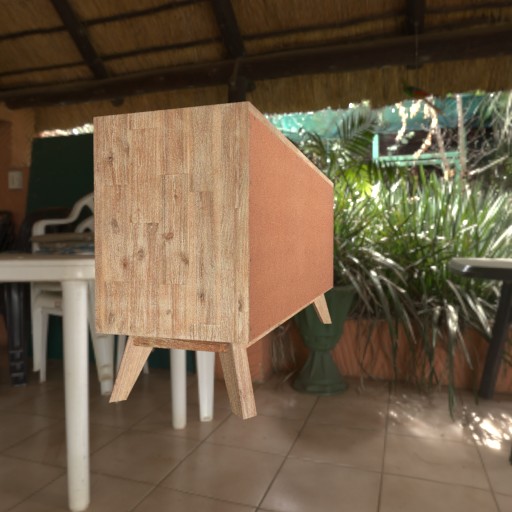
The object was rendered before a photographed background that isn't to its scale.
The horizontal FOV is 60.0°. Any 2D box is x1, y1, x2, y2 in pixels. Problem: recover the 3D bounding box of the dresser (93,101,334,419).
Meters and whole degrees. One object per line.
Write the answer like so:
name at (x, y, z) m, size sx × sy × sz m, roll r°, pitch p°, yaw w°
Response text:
dresser at (0.000, 0.000, 1.910) m, size 0.455 × 0.805 × 1.554 m, roll 0°, pitch 2°, yaw 18°
